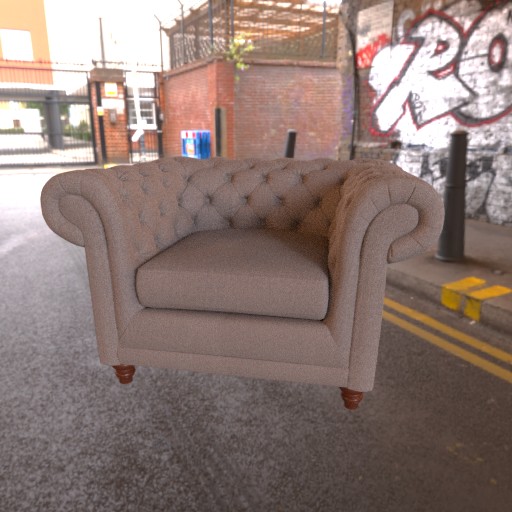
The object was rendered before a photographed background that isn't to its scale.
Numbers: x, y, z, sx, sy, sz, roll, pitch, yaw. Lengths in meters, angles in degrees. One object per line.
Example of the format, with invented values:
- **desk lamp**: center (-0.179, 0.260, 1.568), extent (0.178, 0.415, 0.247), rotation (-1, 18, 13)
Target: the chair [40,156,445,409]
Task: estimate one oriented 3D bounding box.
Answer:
- **chair**: center (0.000, 0.000, 1.838), extent (1.270, 0.770, 0.976), rotation (3, 16, 11)
